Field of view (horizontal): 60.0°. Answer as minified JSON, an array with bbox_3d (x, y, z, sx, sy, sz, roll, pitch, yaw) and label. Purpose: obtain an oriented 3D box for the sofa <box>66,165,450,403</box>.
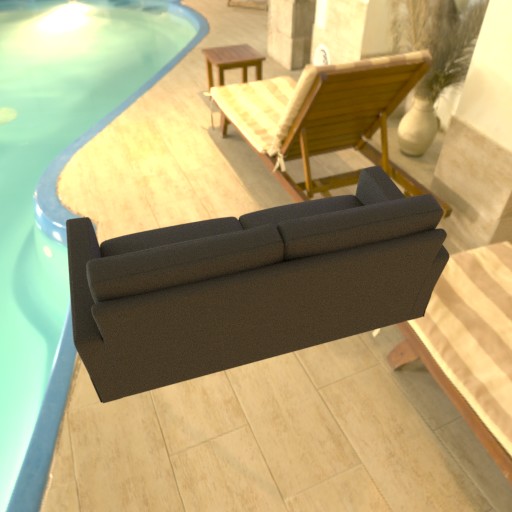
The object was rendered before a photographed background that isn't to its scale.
[{"bbox_3d":[0.000,0.000,2.391,1.852,0.839,0.898,-12,42,-13],"label":"sofa"}]
